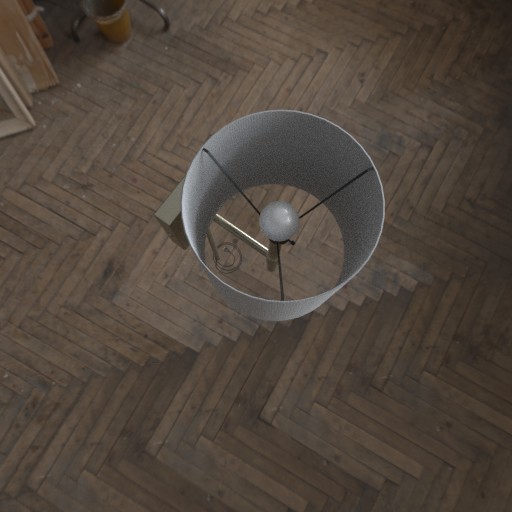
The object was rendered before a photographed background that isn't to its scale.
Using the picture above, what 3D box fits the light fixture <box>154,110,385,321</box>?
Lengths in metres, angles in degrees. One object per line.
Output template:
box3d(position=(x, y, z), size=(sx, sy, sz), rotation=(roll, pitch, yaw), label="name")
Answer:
box3d(position=(0.000, 0.000, 0.699), size=(0.248, 0.589, 0.188), rotation=(35, 79, 8), label="light fixture")
